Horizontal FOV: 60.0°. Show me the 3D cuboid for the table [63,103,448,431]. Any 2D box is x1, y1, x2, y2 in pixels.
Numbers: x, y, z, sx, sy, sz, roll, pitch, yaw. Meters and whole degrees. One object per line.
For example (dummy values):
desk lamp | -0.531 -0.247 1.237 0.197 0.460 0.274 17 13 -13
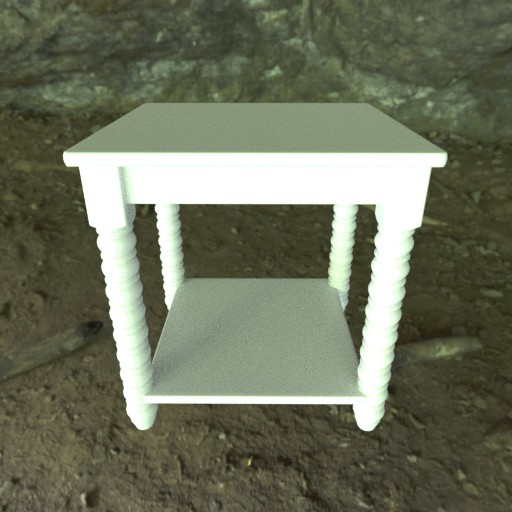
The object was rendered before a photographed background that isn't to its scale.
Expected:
table | 0.000 0.000 0.952 0.533 0.563 0.500 0 26 0
